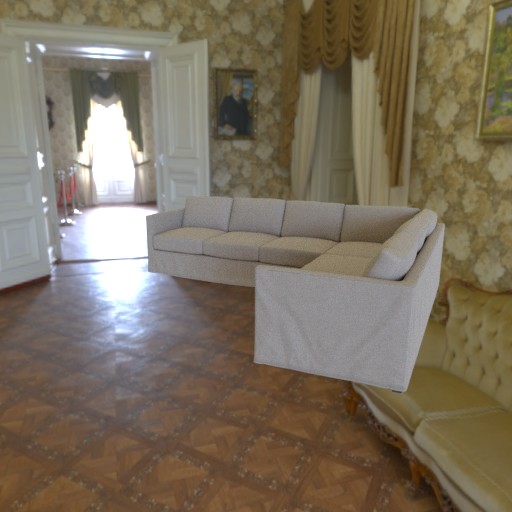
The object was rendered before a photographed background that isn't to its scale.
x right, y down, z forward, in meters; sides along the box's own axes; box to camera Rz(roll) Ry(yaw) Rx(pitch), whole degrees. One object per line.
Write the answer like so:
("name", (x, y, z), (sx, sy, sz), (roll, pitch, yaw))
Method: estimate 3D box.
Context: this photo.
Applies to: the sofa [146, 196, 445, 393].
("sofa", (0.000, 0.000, 4.265), (3.182, 0.871, 2.432), (7, 15, 26))
